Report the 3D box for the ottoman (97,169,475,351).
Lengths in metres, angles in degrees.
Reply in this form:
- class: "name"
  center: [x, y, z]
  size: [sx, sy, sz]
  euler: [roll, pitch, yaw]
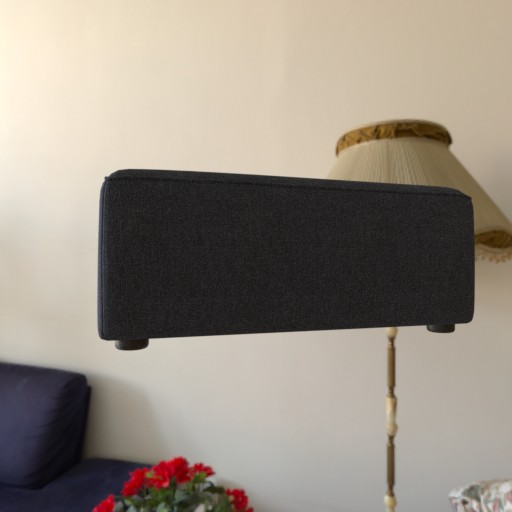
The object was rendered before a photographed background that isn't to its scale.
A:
- class: "ottoman"
  center: [0.000, 0.000, 1.547]
  size: [1.000, 0.439, 1.000]
  euler: [0, -1, -17]
